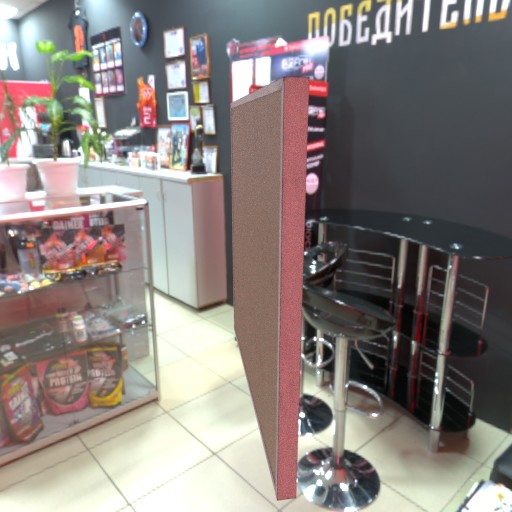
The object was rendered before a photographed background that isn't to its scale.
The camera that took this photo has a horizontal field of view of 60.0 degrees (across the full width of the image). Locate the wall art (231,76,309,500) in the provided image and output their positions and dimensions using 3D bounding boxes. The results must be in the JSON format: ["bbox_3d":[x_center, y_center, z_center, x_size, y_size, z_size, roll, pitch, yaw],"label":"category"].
[{"bbox_3d":[0.000,0.000,1.112,0.038,0.762,0.762,-3,16,-9],"label":"wall art"}]
